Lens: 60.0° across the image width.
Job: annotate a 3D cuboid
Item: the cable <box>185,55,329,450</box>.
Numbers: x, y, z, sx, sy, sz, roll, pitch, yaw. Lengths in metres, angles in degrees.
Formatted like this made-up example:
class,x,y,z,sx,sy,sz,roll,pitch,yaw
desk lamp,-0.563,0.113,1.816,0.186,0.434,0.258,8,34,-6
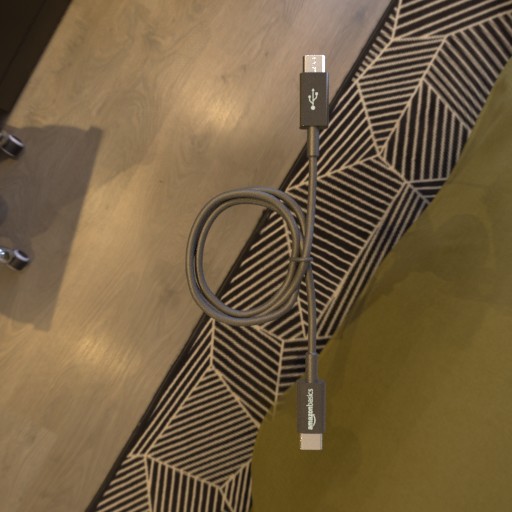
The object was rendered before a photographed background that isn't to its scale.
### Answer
class,x,y,z,sx,sy,sz,roll,pitch,yaw
cable,0.000,0.000,0.214,0.070,0.014,0.192,0,92,1
